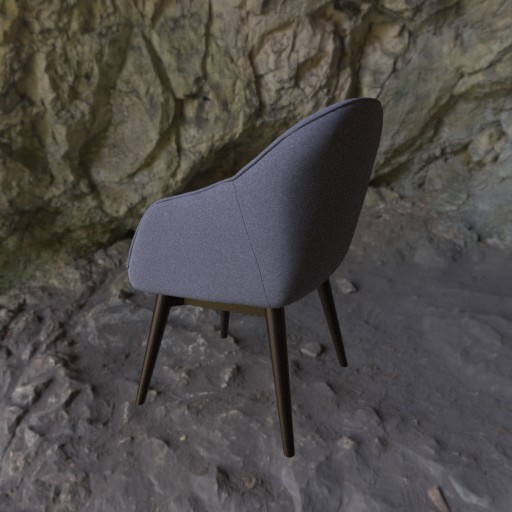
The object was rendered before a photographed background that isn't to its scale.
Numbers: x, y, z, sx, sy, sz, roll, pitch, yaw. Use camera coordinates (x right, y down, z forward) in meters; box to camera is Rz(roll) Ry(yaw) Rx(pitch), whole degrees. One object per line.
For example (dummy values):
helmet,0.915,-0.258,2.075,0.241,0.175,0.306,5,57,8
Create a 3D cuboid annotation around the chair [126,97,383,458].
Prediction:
chair,0.000,0.000,1.231,0.611,0.810,0.589,8,18,26
